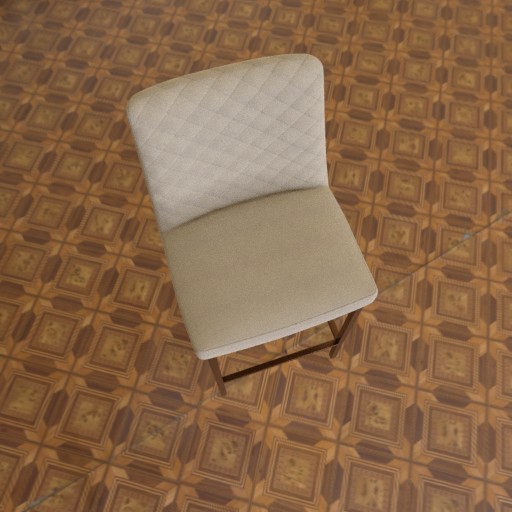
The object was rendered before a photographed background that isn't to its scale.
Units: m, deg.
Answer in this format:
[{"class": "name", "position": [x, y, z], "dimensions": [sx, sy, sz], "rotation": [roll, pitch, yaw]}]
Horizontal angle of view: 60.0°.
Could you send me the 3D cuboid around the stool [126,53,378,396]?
[{"class": "stool", "position": [0.000, 0.000, 1.338], "dimensions": [0.507, 0.973, 0.576], "rotation": [-17, 65, -8]}]
